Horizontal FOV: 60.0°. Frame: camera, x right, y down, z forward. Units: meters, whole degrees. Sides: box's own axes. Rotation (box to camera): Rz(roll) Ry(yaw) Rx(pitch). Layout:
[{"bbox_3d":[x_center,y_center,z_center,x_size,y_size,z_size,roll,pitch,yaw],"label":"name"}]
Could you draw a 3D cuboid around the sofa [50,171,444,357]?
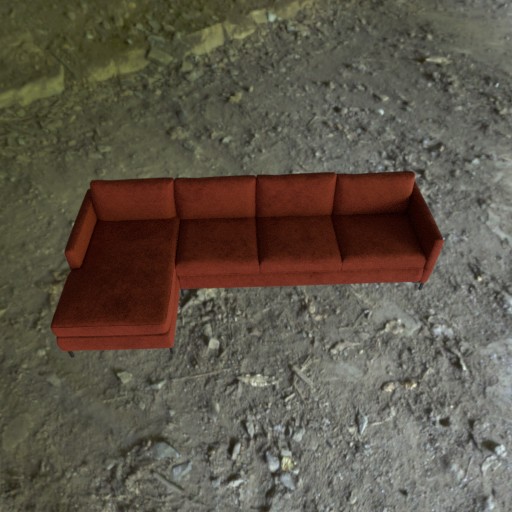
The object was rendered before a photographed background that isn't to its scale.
[{"bbox_3d":[0.000,0.000,2.995,2.467,0.663,1.136,-2,46,-2],"label":"sofa"}]
